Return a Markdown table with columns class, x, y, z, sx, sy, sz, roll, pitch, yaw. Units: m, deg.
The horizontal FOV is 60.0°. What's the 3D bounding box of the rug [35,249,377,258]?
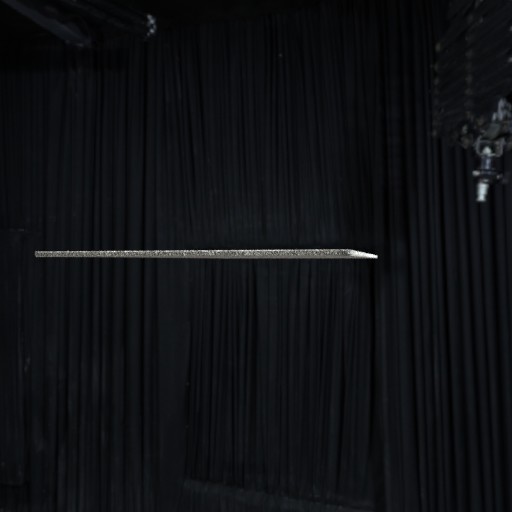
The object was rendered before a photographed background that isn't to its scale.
| class | x | y | z | sx | sy | sz | roll | pitch | yaw |
| --- | --- | --- | --- | --- | --- | --- | --- | --- | --- |
| rug | 0.000 | 0.000 | 3.021 | 1.502 | 0.025 | 2.350 | 0 | -1 | 18 |
